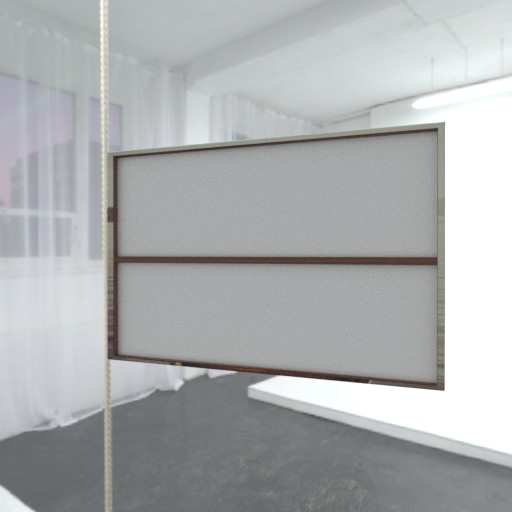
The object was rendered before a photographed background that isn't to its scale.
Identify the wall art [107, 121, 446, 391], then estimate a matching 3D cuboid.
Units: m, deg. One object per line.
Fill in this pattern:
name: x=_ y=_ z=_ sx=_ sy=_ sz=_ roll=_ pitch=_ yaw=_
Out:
wall art: x=0.000 y=0.000 z=1.463 sx=1.149 sy=0.765 sz=0.040 roll=0 pitch=0 yaw=19
